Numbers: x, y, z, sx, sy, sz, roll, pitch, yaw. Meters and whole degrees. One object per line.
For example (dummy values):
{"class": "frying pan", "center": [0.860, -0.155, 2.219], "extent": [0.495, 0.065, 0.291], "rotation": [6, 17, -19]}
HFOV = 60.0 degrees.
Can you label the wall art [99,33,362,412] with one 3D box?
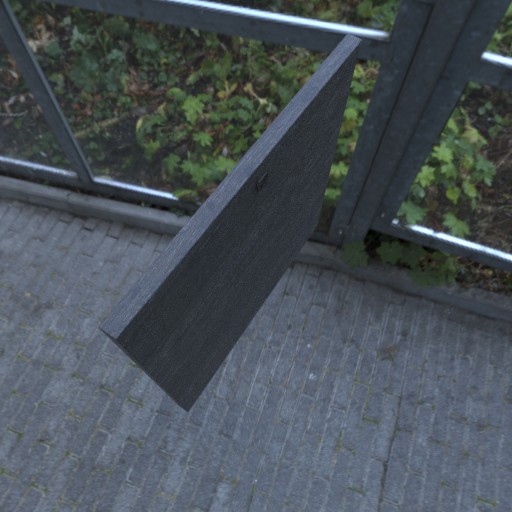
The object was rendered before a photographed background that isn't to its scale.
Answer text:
{"class": "wall art", "center": [0.000, 0.000, 0.676], "extent": [0.027, 0.459, 0.462], "rotation": [30, 67, 14]}
